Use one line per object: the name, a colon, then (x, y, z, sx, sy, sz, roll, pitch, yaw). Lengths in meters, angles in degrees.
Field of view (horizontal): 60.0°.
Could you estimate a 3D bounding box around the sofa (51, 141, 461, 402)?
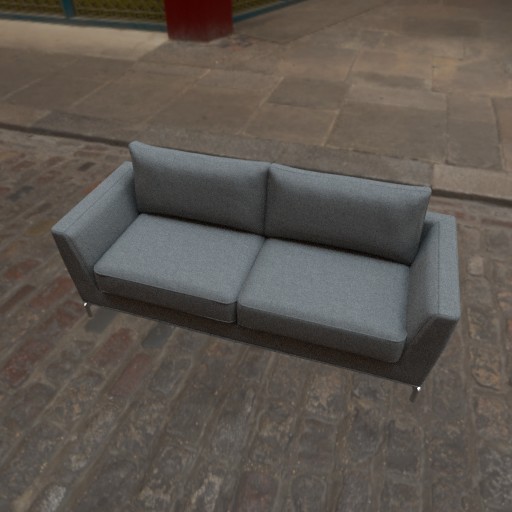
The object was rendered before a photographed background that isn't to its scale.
sofa: (0.000, 0.000, 2.712, 2.212, 1.002, 0.869, 12, 42, 13)
